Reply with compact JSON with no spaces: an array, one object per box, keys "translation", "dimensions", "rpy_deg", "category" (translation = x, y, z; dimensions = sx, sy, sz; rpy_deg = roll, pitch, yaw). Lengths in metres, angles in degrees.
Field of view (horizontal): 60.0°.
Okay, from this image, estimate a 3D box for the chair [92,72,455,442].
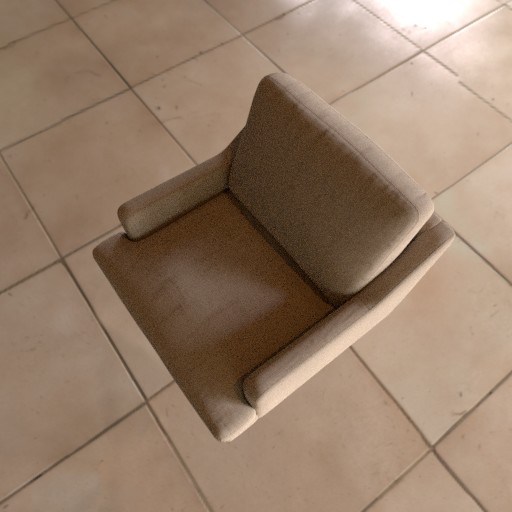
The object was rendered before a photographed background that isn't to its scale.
[{"translation":[0.000,0.000,1.691],"dimensions":[1.001,0.916,0.912],"rpy_deg":[-34,68,-16],"category":"chair"}]
